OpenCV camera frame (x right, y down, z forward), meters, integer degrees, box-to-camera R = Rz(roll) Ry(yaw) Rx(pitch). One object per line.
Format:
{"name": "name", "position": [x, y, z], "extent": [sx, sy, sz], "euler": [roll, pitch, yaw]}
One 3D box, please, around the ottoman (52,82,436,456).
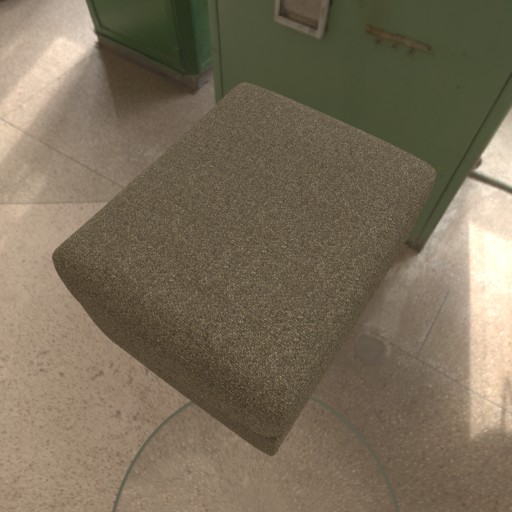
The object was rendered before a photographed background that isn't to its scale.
{"name": "ottoman", "position": [0.000, 0.000, 1.143], "extent": [0.598, 0.476, 0.742], "euler": [30, 63, 17]}
